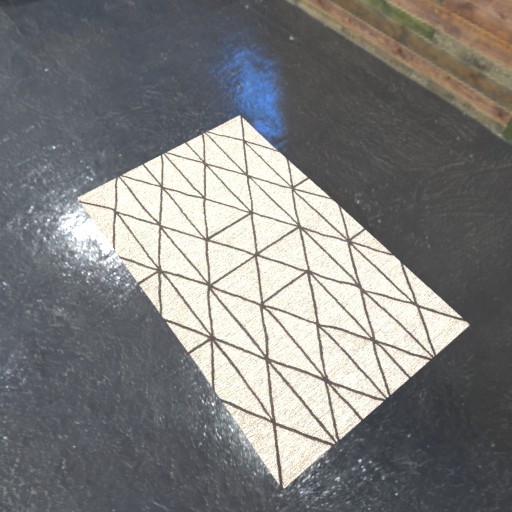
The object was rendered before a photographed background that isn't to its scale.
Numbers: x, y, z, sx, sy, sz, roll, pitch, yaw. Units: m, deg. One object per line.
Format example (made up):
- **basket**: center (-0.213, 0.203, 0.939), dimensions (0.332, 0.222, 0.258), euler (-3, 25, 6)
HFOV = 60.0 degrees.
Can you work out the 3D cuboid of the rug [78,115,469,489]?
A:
- **rug**: center (0.000, 0.000, 3.080), dimensions (1.526, 0.008, 2.465), euler (-33, 63, -19)
